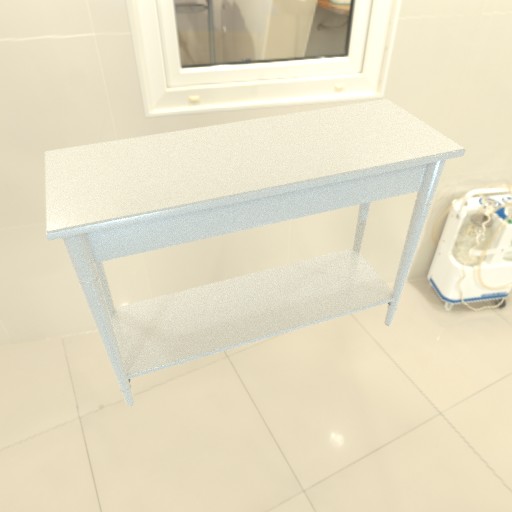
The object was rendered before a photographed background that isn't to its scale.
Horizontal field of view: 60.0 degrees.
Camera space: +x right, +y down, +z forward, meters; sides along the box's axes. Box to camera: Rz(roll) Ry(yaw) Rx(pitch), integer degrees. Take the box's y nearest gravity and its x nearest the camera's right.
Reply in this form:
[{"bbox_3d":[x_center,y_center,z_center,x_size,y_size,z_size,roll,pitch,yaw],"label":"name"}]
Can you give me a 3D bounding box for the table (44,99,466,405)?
[{"bbox_3d":[0.000,0.000,1.432,1.067,0.749,0.381,-14,42,-15],"label":"table"}]
